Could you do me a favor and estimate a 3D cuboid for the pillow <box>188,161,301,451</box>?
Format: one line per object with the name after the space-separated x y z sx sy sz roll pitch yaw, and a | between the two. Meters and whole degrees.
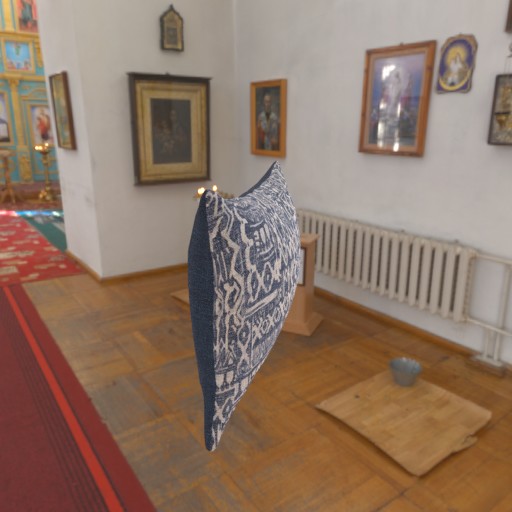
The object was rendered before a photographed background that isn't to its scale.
0.000 0.000 0.757 0.148 0.292 0.631 2 15 9 | pillow
